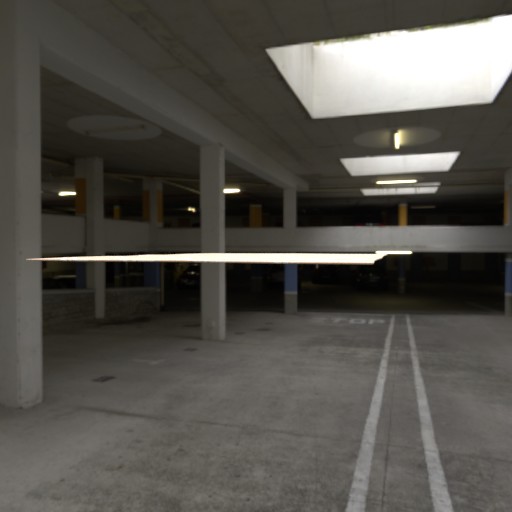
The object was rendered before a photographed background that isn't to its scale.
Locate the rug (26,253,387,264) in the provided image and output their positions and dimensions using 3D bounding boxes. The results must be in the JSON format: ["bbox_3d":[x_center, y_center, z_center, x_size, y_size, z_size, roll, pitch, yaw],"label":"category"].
[{"bbox_3d":[0.000,0.000,4.409,2.452,0.020,3.365,0,1,18],"label":"rug"}]
